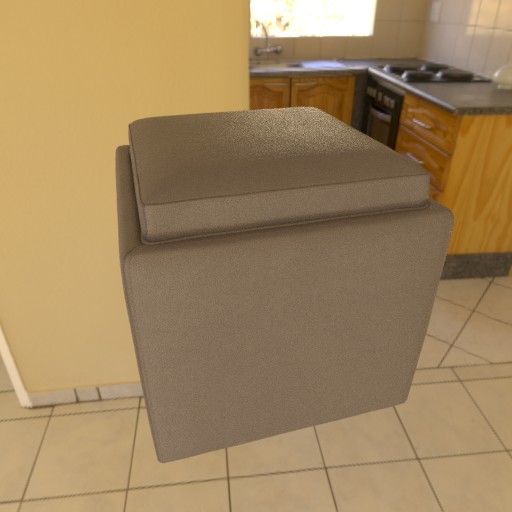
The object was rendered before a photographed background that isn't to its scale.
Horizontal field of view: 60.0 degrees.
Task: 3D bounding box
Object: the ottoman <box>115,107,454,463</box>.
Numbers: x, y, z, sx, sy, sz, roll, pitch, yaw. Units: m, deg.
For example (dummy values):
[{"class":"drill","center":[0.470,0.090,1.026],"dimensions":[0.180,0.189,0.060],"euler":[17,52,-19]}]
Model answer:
[{"class":"ottoman","center":[0.000,0.000,0.798],"dimensions":[0.450,0.460,0.451],"euler":[-8,32,-14]}]
